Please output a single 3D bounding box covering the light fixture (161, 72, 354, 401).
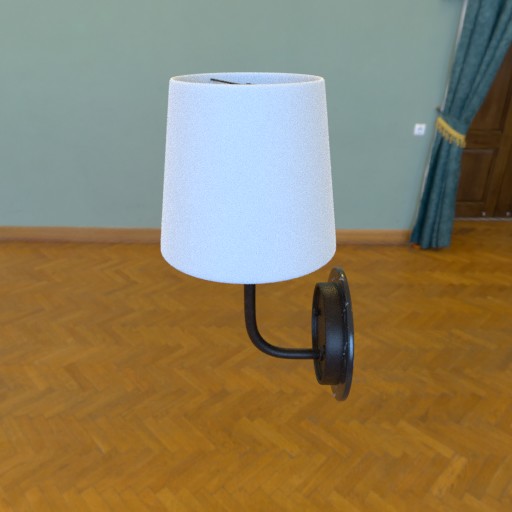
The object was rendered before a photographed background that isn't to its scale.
[{"bbox_3d":[0.000,0.000,0.450,0.188,0.337,0.168,0,26,0],"label":"light fixture"}]
